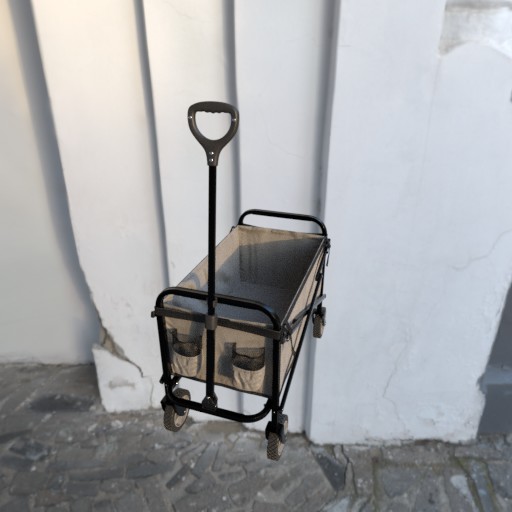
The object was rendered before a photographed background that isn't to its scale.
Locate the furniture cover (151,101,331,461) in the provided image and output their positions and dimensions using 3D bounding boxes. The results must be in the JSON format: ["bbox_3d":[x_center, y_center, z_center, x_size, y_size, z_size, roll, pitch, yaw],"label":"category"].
[{"bbox_3d":[0.000,0.000,1.826,0.532,1.295,1.038,8,27,17],"label":"furniture cover"}]
